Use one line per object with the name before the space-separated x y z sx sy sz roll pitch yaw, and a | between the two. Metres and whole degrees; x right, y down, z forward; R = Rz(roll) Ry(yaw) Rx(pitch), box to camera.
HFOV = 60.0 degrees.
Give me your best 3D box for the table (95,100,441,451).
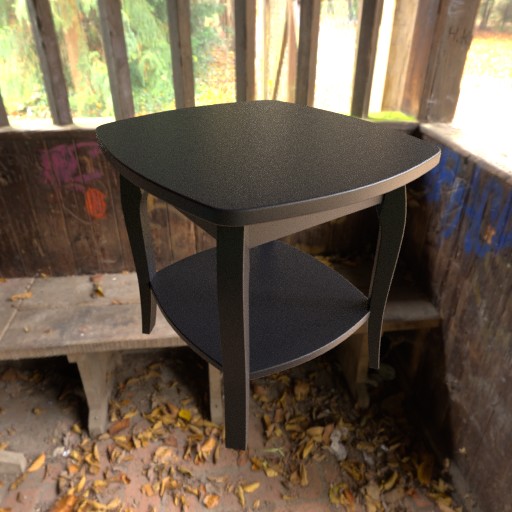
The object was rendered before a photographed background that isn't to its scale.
table | 0.000 0.000 0.844 0.457 0.457 0.508 -20 36 -30
